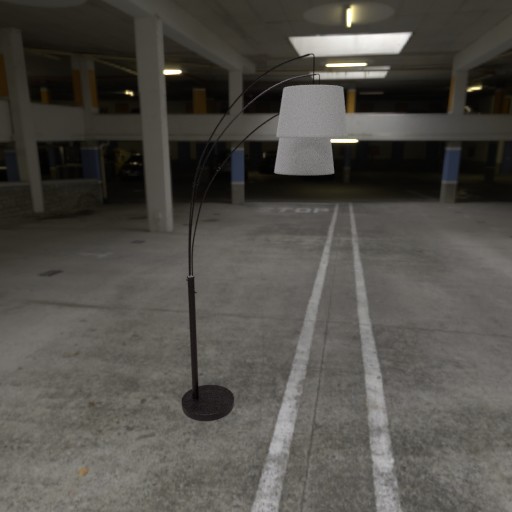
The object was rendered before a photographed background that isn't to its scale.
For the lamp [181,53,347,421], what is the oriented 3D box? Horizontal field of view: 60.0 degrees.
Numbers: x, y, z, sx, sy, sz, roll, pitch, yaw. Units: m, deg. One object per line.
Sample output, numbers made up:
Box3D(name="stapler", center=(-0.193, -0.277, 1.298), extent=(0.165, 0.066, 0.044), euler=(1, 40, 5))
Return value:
Box3D(name="lamp", center=(0.000, 0.000, 2.458), extent=(0.924, 1.950, 0.951), euler=(3, 15, 11))
